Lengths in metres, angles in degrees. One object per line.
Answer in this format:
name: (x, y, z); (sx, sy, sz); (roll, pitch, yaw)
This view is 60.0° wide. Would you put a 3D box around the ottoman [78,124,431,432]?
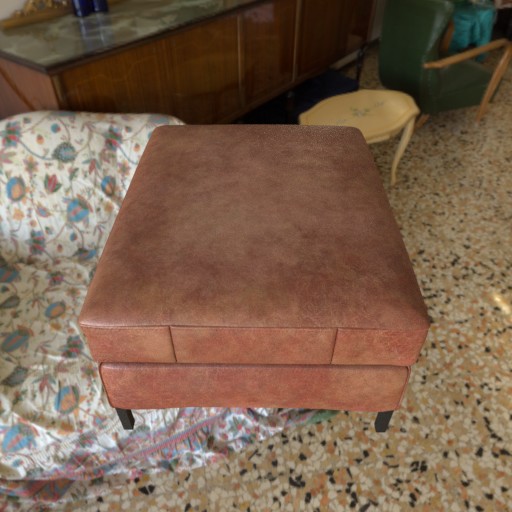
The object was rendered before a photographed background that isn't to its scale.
ottoman: (0.000, 0.000, 1.782); (0.965, 0.667, 1.186); (0, 42, 0)
